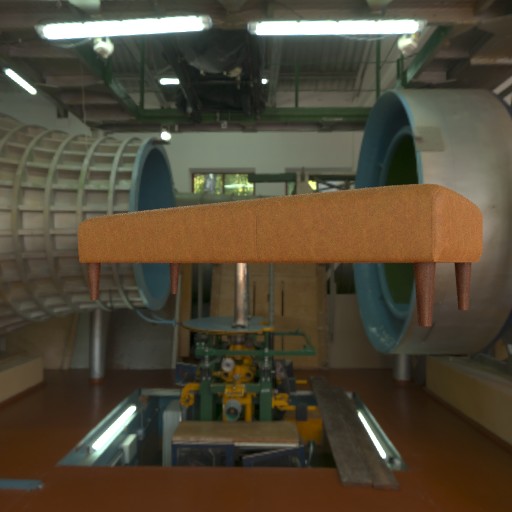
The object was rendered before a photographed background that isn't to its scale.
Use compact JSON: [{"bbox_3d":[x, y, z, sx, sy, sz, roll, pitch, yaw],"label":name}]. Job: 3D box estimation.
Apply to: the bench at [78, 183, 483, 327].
[{"bbox_3d":[0.000,0.000,1.834,1.610,0.399,0.653,-1,-1,36],"label":"bench"}]
